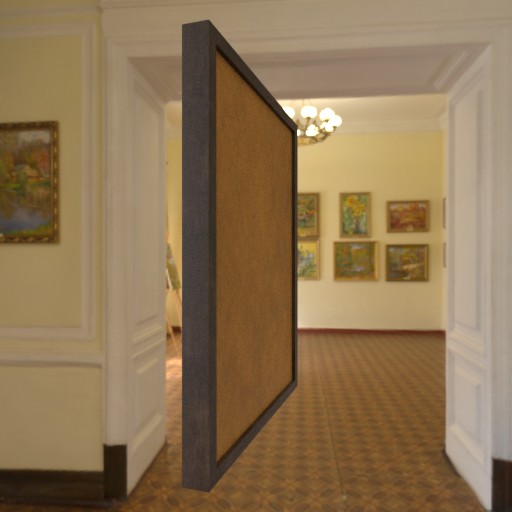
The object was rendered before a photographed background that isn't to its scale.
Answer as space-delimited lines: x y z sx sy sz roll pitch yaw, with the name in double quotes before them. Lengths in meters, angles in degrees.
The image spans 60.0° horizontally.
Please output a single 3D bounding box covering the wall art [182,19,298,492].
"wall art" 0.000 0.000 0.540 0.027 0.406 0.329 0 0 19
